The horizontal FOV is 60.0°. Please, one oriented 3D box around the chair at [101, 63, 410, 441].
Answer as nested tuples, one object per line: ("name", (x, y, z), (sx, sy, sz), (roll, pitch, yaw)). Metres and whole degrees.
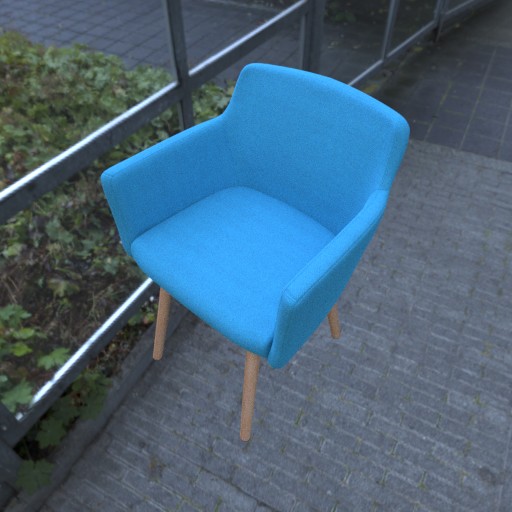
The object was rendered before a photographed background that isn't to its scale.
("chair", (0.000, 0.000, 1.160), (0.570, 0.780, 0.540), (32, 54, 27))
